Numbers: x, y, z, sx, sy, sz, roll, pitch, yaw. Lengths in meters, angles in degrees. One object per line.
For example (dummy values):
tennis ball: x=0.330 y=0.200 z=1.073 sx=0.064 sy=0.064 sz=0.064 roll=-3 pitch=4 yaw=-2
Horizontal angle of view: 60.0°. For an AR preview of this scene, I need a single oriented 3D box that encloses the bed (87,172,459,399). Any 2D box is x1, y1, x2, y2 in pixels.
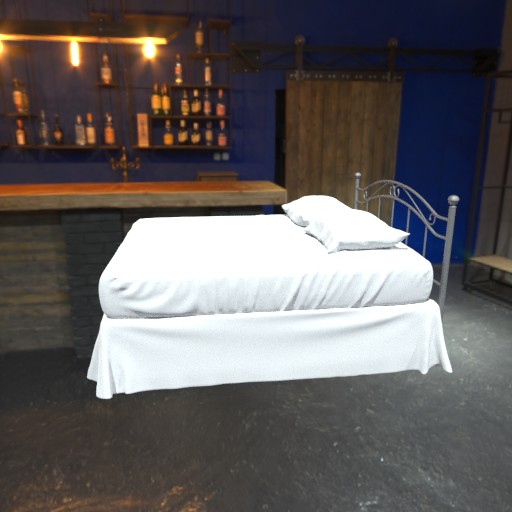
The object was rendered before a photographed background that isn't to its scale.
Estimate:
bed: x=0.000 y=0.000 z=3.323 sx=2.215 sy=1.080 sz=1.936 roll=-2 pitch=16 yaw=-7
